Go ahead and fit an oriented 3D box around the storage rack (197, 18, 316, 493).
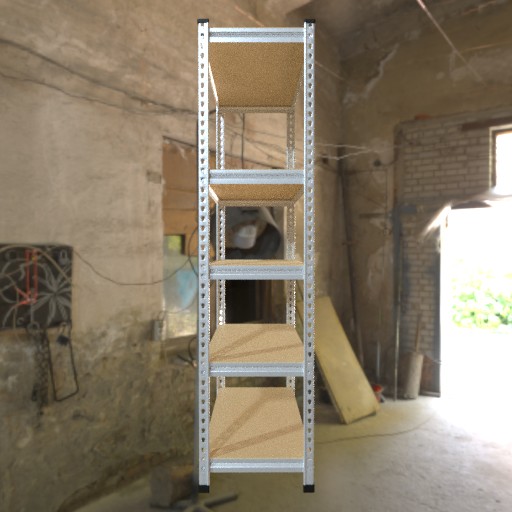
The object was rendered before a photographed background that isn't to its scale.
[{"bbox_3d":[0.000,0.000,2.165,0.457,1.829,0.914,0,1,0],"label":"storage rack"}]
